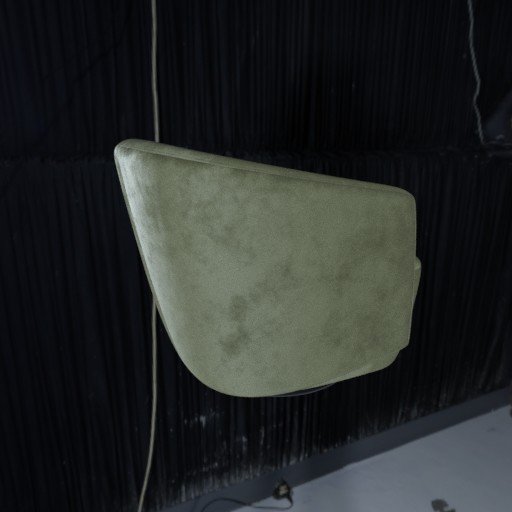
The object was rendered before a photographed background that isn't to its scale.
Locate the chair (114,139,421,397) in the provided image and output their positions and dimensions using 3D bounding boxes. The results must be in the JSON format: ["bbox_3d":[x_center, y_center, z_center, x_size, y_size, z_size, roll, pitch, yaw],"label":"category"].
[{"bbox_3d":[0.000,0.000,1.353,0.767,0.698,0.773,-8,18,-25],"label":"chair"}]
